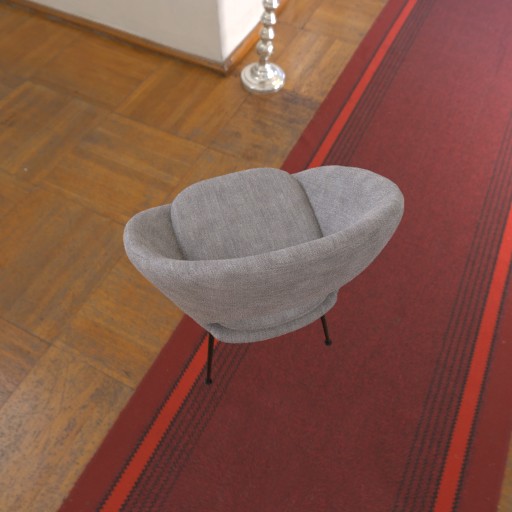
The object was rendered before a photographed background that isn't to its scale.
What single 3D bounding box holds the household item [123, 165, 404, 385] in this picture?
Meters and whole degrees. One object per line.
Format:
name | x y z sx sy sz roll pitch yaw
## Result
household item | 0.000 0.000 1.256 0.643 0.869 0.587 -16 60 -9
